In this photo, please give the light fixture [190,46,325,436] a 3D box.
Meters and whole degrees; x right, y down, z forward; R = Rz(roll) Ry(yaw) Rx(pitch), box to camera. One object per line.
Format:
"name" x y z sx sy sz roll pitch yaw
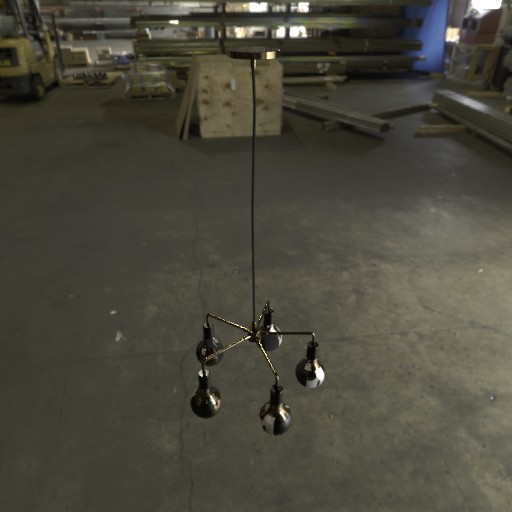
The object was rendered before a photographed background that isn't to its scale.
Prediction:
"light fixture" 0.000 0.000 1.168 0.438 0.988 0.421 -11 32 -17
